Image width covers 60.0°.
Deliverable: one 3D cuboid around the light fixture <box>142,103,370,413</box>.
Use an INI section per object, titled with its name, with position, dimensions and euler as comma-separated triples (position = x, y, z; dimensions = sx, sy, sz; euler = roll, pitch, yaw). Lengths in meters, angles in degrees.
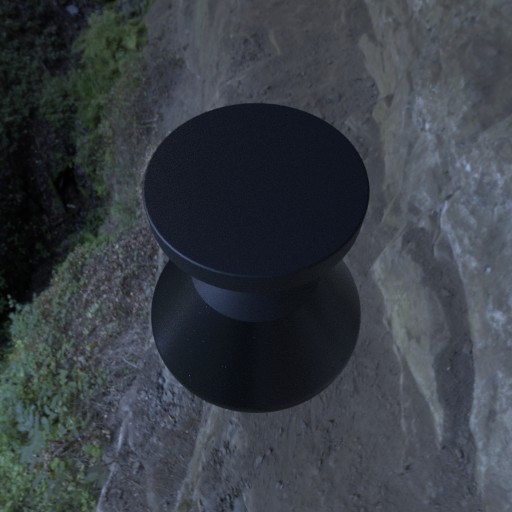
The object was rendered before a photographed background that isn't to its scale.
[light fixture]
position = 0.000, 0.000, 0.350
dimensions = 0.200, 0.183, 0.200
euler = 0, 59, 0
